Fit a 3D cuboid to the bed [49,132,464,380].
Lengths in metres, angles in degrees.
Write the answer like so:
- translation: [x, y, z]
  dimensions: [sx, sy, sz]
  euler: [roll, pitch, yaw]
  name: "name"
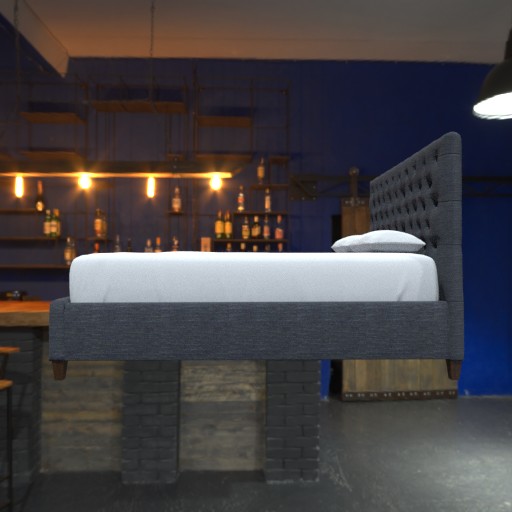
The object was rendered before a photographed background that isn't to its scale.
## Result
- translation: [0.000, 0.000, 3.361]
  dimensions: [2.387, 1.427, 1.698]
  euler: [0, 0, 0]
  name: "bed"
